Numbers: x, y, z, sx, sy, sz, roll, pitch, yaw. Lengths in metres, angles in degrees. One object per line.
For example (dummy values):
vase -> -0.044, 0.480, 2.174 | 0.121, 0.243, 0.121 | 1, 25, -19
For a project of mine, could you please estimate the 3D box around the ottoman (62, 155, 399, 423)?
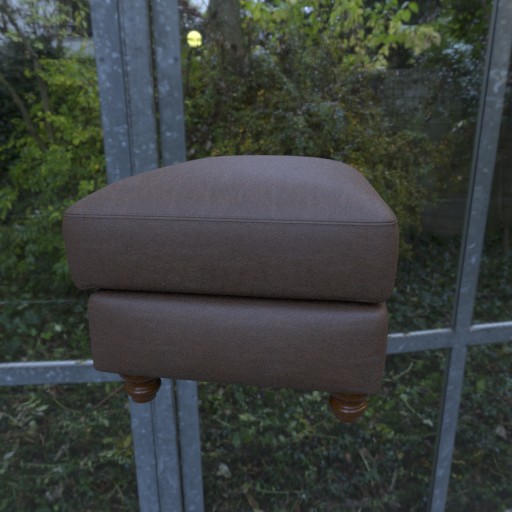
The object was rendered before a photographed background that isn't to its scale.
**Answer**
ottoman -> 0.000, 0.000, 1.178 | 0.635, 0.508, 0.787 | 2, 16, 8
